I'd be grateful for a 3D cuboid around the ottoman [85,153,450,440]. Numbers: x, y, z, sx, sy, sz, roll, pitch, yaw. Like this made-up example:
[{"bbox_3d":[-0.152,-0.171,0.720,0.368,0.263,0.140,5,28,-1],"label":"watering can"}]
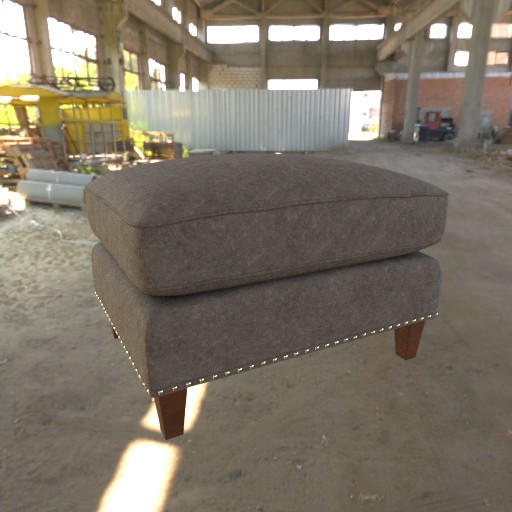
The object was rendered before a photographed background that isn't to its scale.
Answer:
[{"bbox_3d":[0.000,0.000,1.149,0.741,0.513,0.584,-9,19,-27],"label":"ottoman"}]
